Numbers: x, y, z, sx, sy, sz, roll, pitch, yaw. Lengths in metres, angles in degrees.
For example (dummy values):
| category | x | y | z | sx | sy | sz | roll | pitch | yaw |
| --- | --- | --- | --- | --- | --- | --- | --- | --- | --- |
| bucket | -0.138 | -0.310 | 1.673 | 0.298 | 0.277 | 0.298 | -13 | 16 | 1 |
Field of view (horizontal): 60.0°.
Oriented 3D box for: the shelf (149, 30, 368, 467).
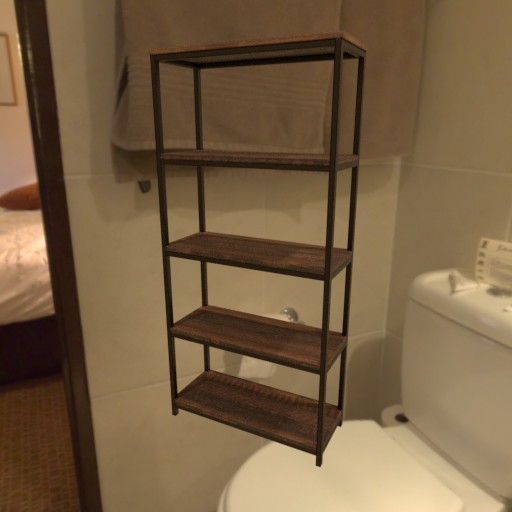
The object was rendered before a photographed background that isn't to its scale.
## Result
| category | x | y | z | sx | sy | sz | roll | pitch | yaw |
| --- | --- | --- | --- | --- | --- | --- | --- | --- | --- |
| shelf | 0.000 | 0.000 | 2.162 | 0.874 | 1.860 | 0.359 | 8 | 18 | 26 |
